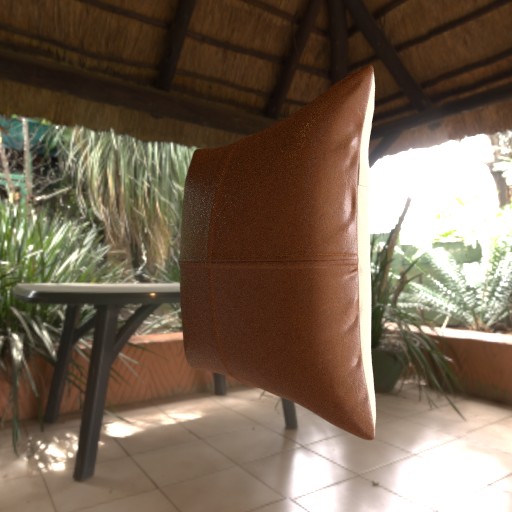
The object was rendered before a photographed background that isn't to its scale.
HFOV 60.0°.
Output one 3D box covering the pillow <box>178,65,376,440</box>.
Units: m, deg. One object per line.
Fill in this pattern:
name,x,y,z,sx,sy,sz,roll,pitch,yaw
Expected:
pillow,0.000,0.000,0.756,0.192,0.477,0.501,1,-2,-35
